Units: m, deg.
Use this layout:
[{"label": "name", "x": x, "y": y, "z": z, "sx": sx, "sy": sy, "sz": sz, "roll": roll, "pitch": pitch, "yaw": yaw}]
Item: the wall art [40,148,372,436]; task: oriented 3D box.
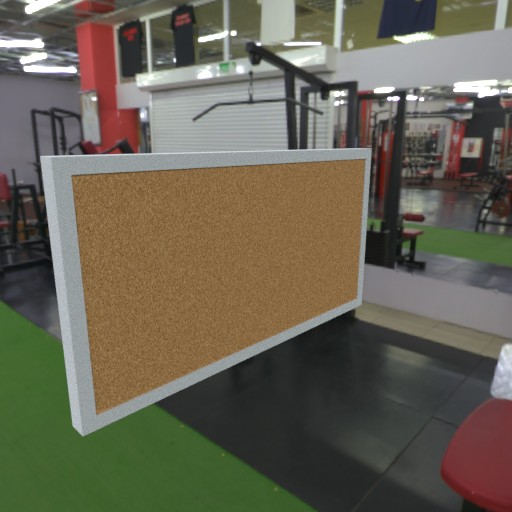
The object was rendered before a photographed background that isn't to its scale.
[{"label": "wall art", "x": 0.000, "y": 0.000, "z": 0.935, "sx": 0.038, "sy": 0.431, "sz": 0.812, "roll": 14, "pitch": 20, "yaw": 43}]
